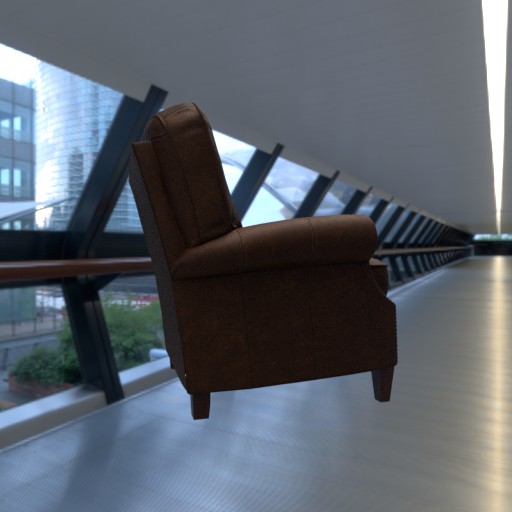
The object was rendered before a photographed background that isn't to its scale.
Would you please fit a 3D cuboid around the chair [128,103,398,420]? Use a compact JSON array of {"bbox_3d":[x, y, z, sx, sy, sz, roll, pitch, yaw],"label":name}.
[{"bbox_3d":[0.000,0.000,1.796,0.986,1.018,0.936,0,0,-17],"label":"chair"}]
